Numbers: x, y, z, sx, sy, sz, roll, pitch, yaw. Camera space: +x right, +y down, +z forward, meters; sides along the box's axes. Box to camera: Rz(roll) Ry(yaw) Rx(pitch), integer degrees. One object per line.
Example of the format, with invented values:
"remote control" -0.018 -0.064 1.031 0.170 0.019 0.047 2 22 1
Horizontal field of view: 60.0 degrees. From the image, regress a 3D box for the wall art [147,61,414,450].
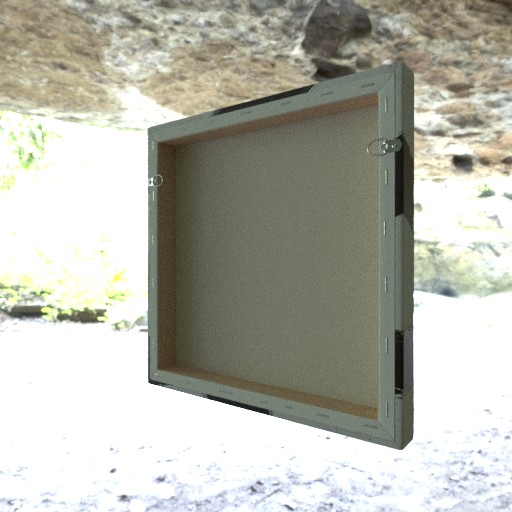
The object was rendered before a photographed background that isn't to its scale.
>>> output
"wall art" 0.000 0.000 0.742 0.507 0.508 0.050 0 0 37
